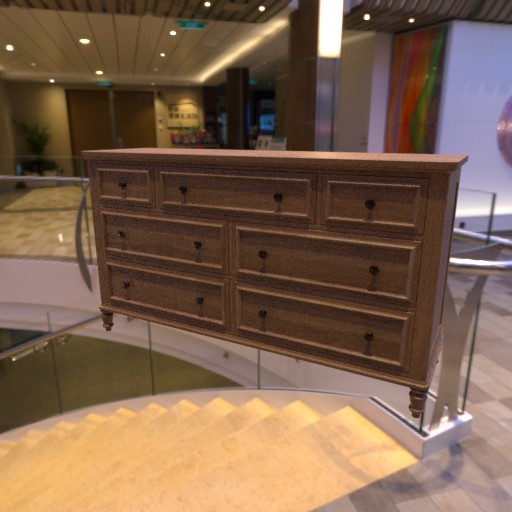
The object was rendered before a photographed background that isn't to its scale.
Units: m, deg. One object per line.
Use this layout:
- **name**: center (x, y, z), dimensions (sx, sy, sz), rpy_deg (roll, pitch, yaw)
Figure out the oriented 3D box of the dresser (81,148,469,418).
- **dresser**: center (0.000, 0.000, 1.967), dimensions (1.583, 0.892, 0.468), rpy_deg (8, 18, 27)
